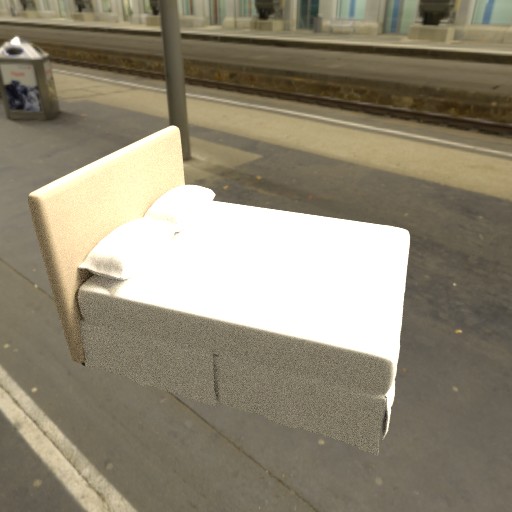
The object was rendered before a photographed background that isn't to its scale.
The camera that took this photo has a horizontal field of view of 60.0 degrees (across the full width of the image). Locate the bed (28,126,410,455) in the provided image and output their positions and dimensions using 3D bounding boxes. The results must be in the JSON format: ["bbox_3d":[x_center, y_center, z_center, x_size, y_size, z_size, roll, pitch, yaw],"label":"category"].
[{"bbox_3d":[0.000,0.000,3.159,2.142,1.330,1.723,10,32,17],"label":"bed"}]
